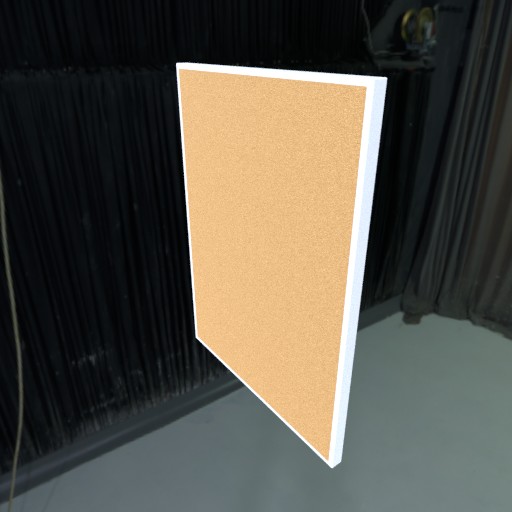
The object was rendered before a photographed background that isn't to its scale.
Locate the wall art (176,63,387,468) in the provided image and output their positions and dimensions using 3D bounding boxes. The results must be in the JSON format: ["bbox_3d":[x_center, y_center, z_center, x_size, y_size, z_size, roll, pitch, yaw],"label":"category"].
[{"bbox_3d":[0.000,0.000,1.565,0.046,1.221,0.914,-18,31,-33],"label":"wall art"}]
